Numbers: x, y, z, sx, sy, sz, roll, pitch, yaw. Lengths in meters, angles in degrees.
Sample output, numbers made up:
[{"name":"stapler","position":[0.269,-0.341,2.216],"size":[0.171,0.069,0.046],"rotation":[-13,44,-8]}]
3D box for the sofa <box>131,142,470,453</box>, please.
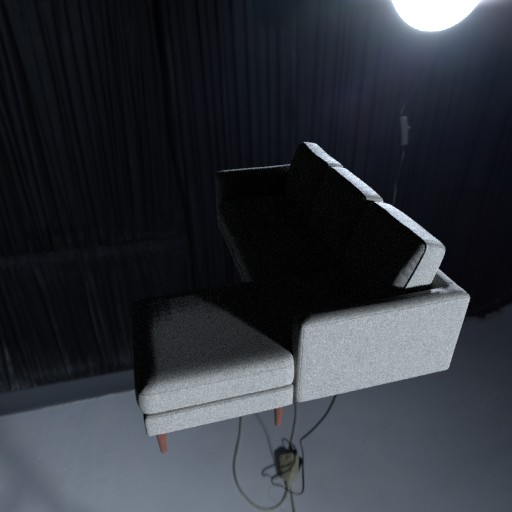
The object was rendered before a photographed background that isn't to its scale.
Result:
[{"name":"sofa","position":[0.000,0.000,2.967],"size":[1.667,0.957,2.055],"rotation":[-8,32,-13]}]
